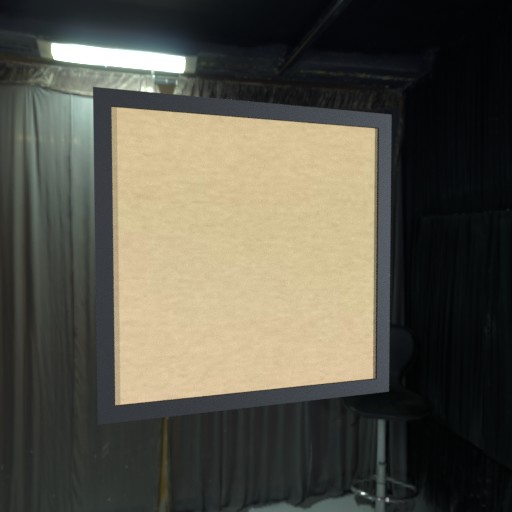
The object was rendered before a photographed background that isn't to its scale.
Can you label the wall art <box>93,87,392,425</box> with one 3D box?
[{"bbox_3d":[0.000,0.000,0.525,0.358,0.357,0.012,-1,2,-17],"label":"wall art"}]
